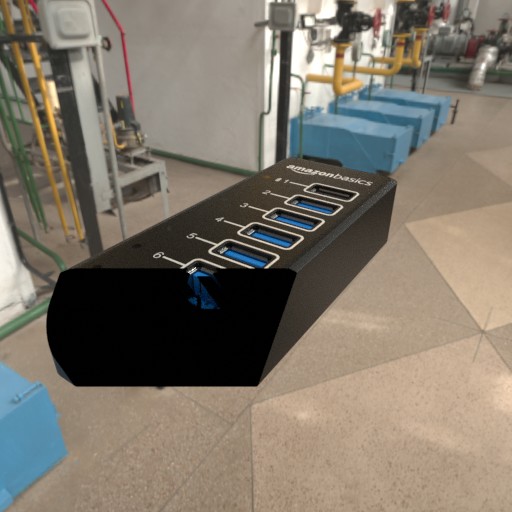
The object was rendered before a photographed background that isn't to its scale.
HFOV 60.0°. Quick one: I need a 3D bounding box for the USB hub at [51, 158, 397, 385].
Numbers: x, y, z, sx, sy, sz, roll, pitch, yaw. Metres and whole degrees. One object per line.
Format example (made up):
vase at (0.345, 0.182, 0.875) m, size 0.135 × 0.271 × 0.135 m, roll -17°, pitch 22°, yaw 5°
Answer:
USB hub at (0.000, 0.000, 0.127) m, size 0.044 × 0.023 × 0.110 m, roll 19°, pitch 36°, yaw 29°
